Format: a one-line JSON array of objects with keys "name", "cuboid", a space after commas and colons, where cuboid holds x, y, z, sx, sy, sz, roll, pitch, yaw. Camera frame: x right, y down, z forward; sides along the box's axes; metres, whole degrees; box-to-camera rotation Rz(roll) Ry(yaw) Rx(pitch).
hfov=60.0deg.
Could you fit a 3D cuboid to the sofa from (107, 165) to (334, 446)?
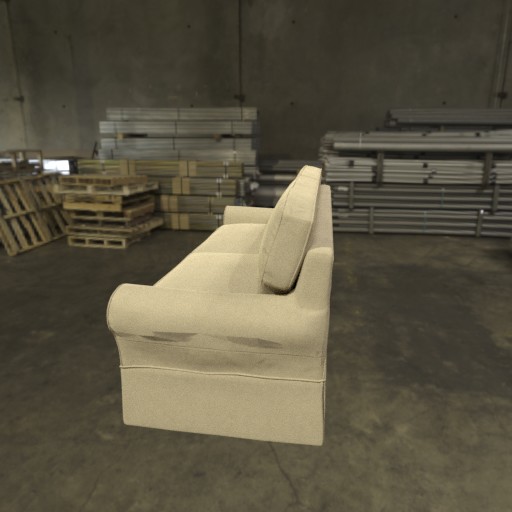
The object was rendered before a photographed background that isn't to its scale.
[{"name": "sofa", "cuboid": [0.000, 0.000, 2.744, 0.900, 1.014, 2.246, 2, 16, 9]}]
